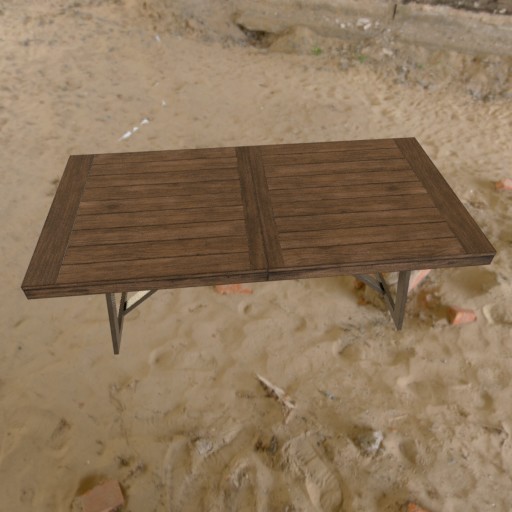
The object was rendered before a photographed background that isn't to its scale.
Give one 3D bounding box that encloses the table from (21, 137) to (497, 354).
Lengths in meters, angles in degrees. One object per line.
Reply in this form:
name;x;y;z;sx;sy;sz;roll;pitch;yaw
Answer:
table;0.000;0.000;2.324;1.867;0.757;0.931;-4;44;-4
